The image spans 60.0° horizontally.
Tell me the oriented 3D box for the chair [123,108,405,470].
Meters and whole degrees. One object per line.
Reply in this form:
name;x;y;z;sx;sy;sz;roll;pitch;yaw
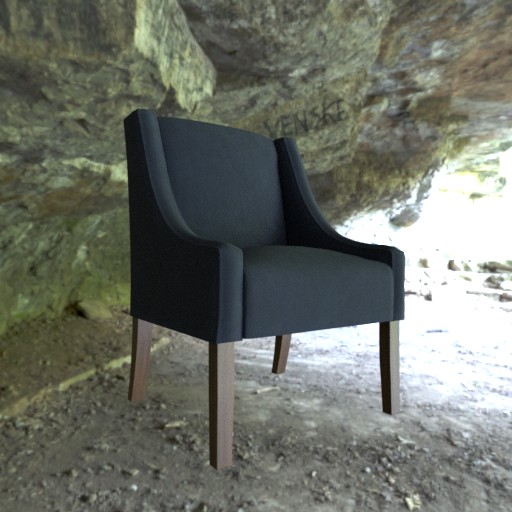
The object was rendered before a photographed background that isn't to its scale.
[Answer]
chair;0.000;0.000;1.329;0.629;0.895;0.629;0;0;-35
